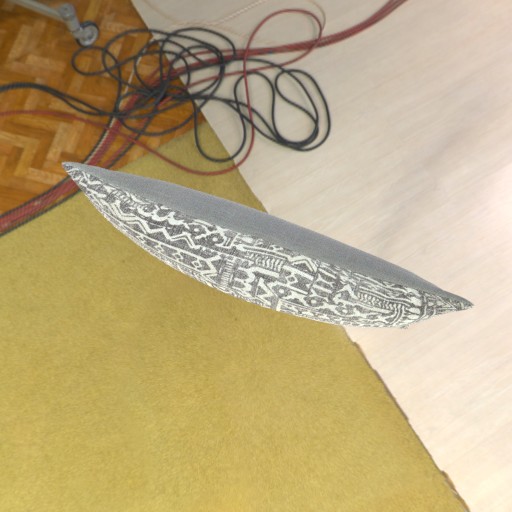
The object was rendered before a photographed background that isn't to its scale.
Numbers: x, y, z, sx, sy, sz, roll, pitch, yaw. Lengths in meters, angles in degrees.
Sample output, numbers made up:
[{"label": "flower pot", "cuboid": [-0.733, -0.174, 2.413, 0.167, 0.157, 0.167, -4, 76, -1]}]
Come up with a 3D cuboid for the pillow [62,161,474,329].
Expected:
[{"label": "pillow", "cuboid": [0.000, 0.000, 0.752, 0.631, 0.290, 0.148, 19, 77, 5]}]
